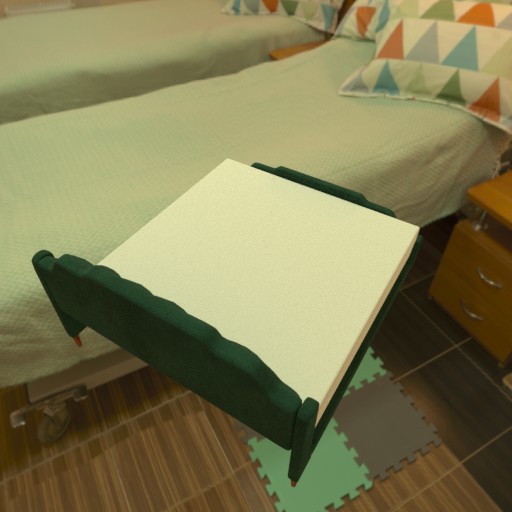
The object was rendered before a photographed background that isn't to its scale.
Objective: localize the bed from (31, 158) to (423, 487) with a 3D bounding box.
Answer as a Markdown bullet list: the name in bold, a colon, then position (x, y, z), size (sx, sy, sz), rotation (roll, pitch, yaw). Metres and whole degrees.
- **bed**: position (0.000, 0.000, 3.508), size (2.074, 1.245, 2.340), rotation (24, 50, 22)
